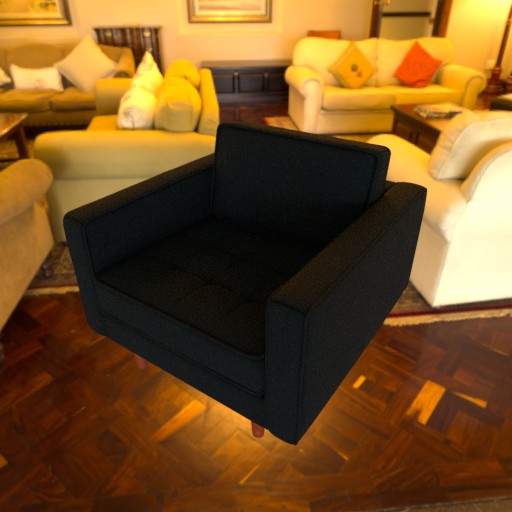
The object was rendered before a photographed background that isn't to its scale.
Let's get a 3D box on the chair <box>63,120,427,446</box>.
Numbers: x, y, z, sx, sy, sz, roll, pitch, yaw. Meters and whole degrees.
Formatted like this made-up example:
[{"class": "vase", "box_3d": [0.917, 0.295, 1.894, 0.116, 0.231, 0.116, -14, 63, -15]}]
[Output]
[{"class": "chair", "box_3d": [0.000, 0.000, 1.580, 0.899, 0.770, 0.920, 20, 36, 29]}]
